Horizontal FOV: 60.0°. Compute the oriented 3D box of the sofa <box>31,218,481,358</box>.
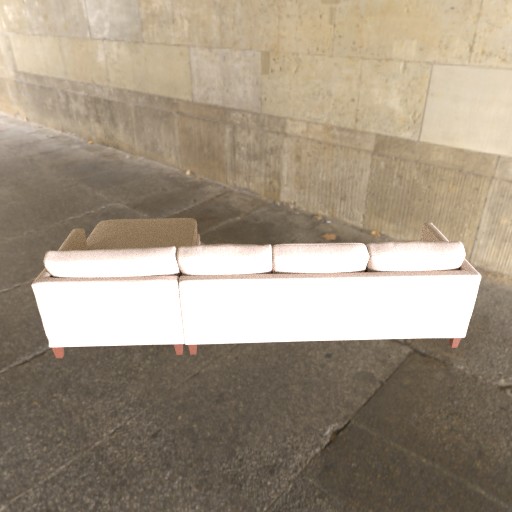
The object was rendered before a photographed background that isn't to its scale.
[{"bbox_3d":[0.000,0.000,3.926,3.186,0.861,1.625,-1,29,-2],"label":"sofa"}]
